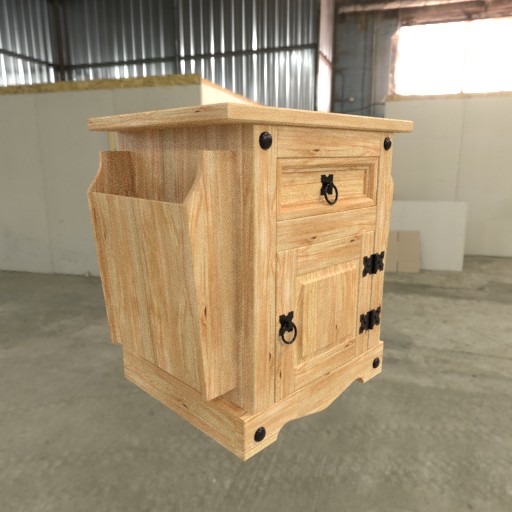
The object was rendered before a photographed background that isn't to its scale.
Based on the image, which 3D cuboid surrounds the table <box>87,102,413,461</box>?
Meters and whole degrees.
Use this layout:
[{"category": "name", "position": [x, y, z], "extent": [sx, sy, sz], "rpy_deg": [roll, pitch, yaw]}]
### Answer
[{"category": "table", "position": [0.000, 0.000, 0.874], "extent": [0.530, 0.515, 0.380], "rpy_deg": [-13, 18, -43]}]
